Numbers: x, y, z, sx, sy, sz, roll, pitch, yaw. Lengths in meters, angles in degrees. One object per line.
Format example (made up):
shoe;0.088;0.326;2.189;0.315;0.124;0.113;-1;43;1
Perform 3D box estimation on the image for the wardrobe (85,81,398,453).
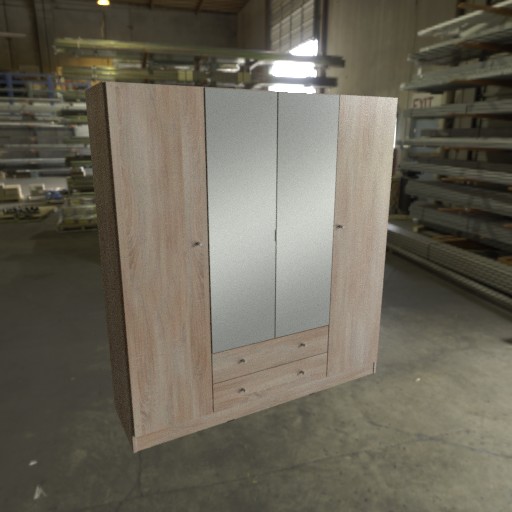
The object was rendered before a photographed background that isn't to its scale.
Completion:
wardrobe;0.000;0.000;3.133;1.998;2.159;0.598;-8;17;-28
